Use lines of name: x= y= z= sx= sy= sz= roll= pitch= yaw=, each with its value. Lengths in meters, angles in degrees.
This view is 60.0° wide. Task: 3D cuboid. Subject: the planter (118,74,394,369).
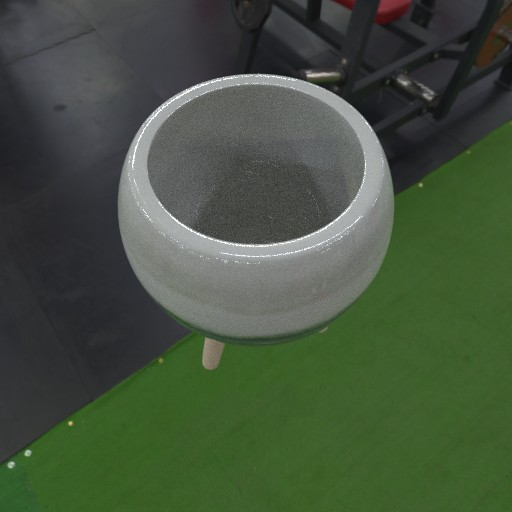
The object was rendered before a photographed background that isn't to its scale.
planter: x=0.000 y=0.000 z=0.433 sx=0.222 sy=0.278 sz=0.222 roll=0 pitch=58 yaw=0
